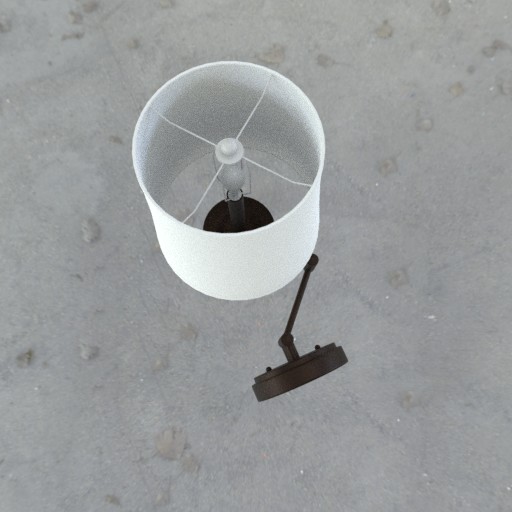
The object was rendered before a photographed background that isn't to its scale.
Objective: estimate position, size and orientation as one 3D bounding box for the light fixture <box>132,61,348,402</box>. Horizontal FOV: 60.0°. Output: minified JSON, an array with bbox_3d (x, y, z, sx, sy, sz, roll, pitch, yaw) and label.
[{"bbox_3d":[0.000,0.000,0.258,0.100,0.172,0.157,-23,77,-6],"label":"light fixture"}]
